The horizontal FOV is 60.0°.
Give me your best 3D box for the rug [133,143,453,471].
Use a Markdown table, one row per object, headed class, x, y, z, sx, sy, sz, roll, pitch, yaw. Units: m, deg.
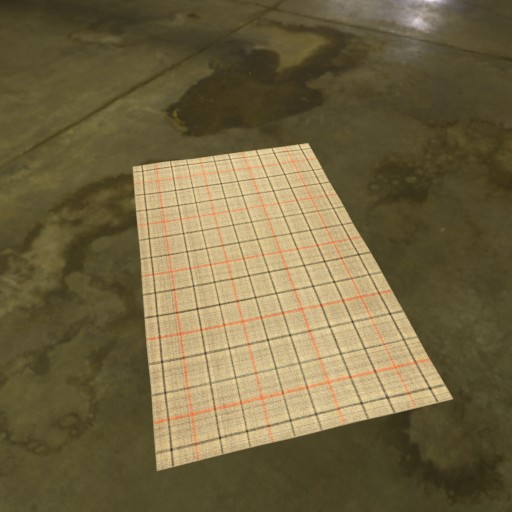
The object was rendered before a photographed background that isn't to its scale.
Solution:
| class | x | y | z | sx | sy | sz | roll | pitch | yaw |
| --- | --- | --- | --- | --- | --- | --- | --- | --- | --- |
| rug | 0.000 | 0.000 | 2.985 | 1.524 | 0.015 | 2.439 | -10 | 48 | -9 |
